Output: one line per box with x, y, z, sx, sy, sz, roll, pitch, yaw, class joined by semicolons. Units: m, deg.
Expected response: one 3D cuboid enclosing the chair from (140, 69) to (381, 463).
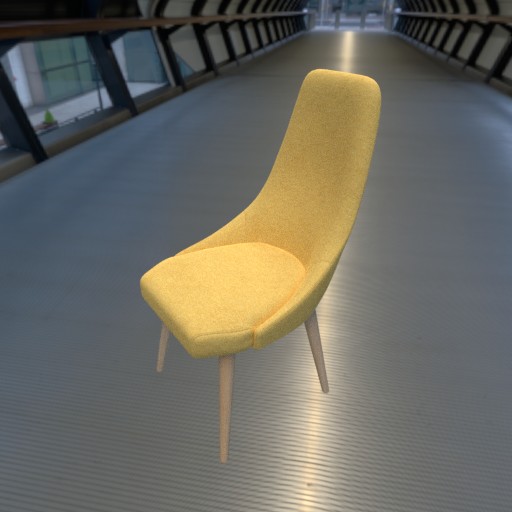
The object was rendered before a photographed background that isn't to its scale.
0.000;0.000;1.405;0.660;1.040;0.510;-19;35;-30;chair
